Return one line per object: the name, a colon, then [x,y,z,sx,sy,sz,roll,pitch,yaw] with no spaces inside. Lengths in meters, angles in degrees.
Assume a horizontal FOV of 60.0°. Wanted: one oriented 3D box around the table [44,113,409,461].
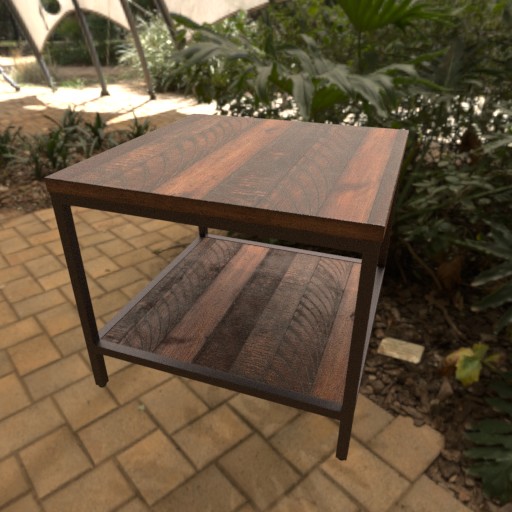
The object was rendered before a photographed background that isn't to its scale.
table: [0.000,0.000,0.997,0.553,0.482,0.548,10,31,17]
